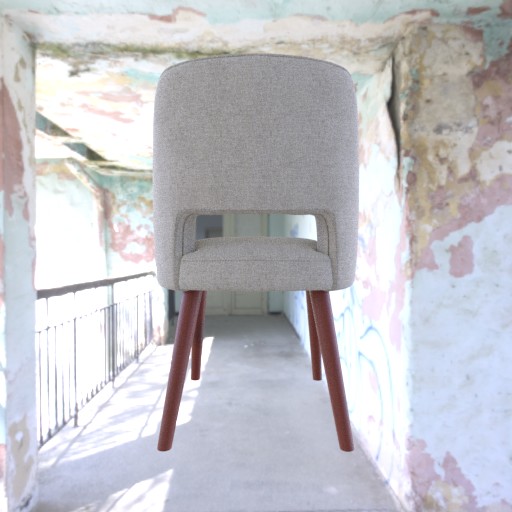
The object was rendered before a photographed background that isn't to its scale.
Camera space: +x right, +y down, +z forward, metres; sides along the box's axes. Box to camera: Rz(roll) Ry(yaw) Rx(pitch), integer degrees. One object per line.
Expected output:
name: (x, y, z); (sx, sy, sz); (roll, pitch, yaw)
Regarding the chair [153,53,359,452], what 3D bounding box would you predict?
chair: (0.000, 0.000, 1.214); (0.548, 0.849, 0.605); (0, 1, 0)
